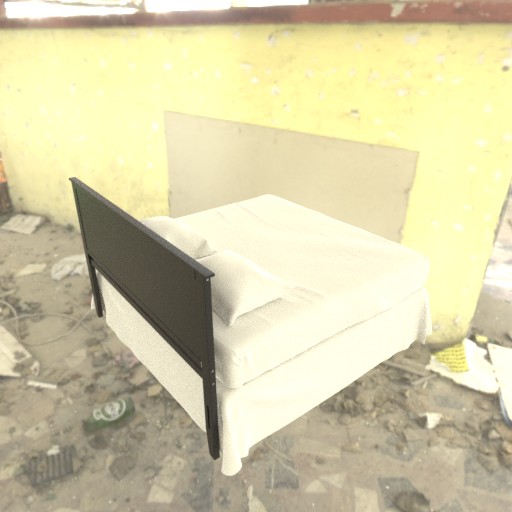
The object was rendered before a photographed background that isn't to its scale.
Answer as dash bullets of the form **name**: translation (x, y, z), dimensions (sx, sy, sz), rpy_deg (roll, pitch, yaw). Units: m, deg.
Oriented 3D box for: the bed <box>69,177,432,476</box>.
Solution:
- **bed**: translation (0.000, 0.000, 3.661), dimensions (2.219, 1.271, 2.315), rpy_deg (-19, 32, -33)
